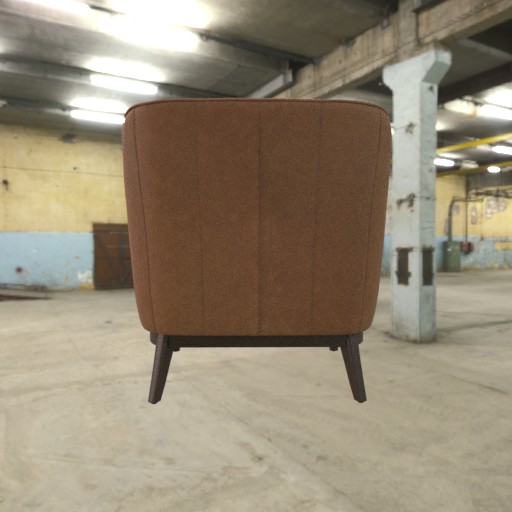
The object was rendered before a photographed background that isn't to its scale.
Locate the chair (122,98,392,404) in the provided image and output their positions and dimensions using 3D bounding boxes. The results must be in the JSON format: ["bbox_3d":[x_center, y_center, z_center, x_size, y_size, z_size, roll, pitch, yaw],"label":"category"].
[{"bbox_3d":[0.000,0.000,1.559,0.871,0.830,0.852,0,1,-1],"label":"chair"}]
